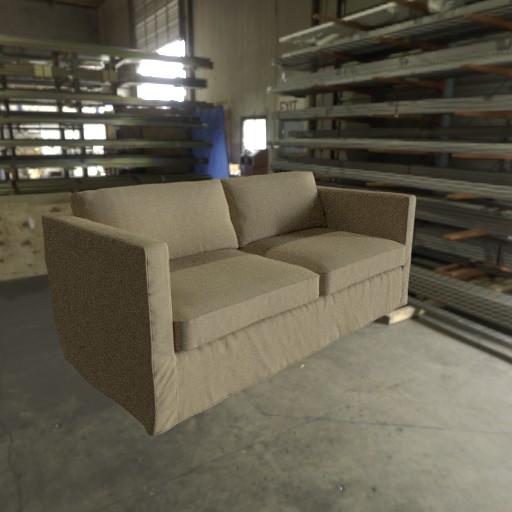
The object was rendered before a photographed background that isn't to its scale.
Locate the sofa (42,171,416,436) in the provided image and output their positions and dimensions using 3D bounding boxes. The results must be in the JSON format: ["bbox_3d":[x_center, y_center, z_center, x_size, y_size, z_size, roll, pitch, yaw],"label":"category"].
[{"bbox_3d":[0.000,0.000,2.480,1.959,0.835,0.962,-14,21,-43],"label":"sofa"}]
